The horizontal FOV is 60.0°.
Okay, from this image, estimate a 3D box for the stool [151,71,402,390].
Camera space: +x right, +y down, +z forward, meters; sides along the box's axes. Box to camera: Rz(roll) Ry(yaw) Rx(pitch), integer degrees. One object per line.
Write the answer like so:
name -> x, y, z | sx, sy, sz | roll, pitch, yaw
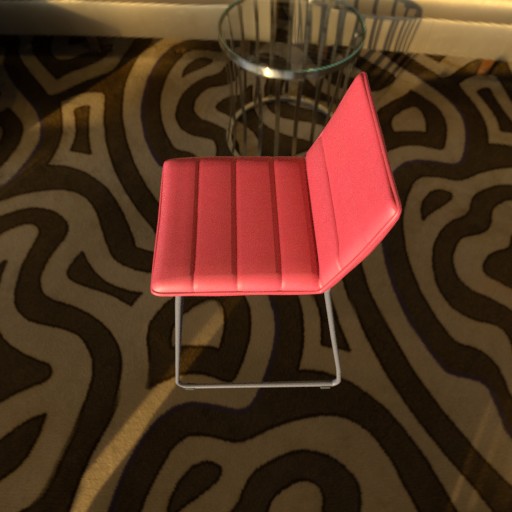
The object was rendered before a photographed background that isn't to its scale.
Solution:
stool -> 0.000, 0.000, 1.195 | 0.524, 0.866, 0.489 | -2, 58, -1
